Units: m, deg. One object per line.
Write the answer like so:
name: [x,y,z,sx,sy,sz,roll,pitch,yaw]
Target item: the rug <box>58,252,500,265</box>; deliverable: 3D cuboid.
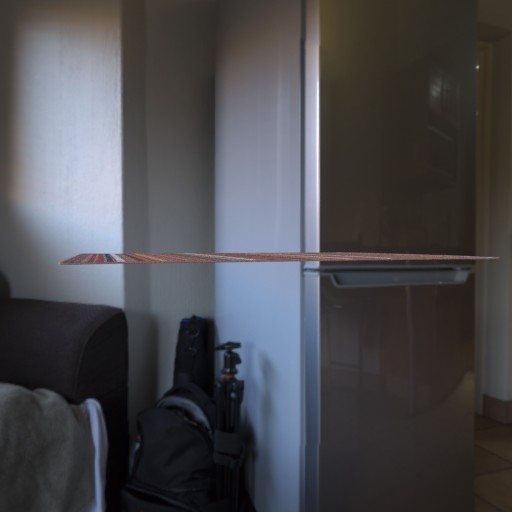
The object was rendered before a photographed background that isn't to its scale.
rug: [0.000,0.000,4.023,3.092,0.023,2.479,0,1,-19]
